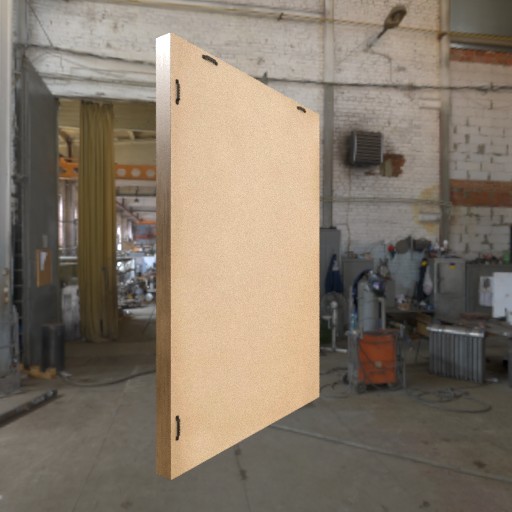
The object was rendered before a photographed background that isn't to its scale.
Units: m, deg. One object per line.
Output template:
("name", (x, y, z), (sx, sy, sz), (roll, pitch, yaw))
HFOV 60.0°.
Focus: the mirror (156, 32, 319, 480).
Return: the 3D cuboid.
("mirror", (0.000, 0.000, 0.917), (0.040, 0.710, 0.507), (0, 0, 35))
